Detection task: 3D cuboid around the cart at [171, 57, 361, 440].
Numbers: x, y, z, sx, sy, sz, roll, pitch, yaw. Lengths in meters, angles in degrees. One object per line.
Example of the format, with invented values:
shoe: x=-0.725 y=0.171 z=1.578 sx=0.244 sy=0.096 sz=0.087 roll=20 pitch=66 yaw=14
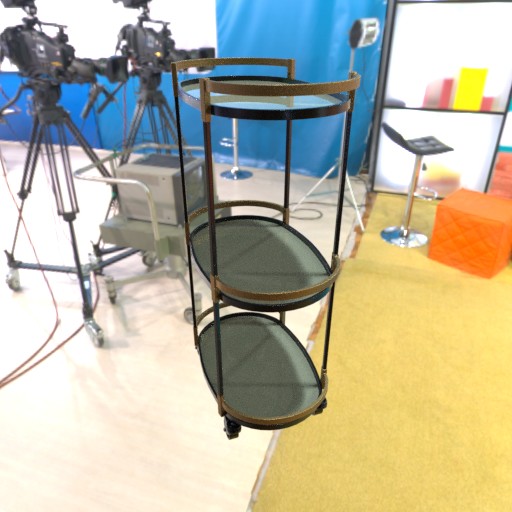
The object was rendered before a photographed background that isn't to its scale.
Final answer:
cart: x=0.000 y=0.000 z=1.122 sx=0.311 sy=0.885 sz=0.515 roll=-10 pitch=30 yaw=-17
